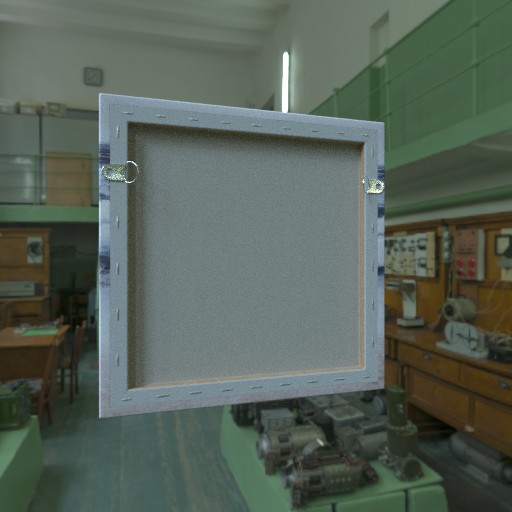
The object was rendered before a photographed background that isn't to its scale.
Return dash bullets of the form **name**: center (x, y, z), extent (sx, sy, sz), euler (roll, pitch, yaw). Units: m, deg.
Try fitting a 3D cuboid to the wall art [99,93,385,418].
- **wall art**: center (0.000, 0.000, 1.132), extent (0.755, 0.747, 0.065), euler (0, 0, -18)
